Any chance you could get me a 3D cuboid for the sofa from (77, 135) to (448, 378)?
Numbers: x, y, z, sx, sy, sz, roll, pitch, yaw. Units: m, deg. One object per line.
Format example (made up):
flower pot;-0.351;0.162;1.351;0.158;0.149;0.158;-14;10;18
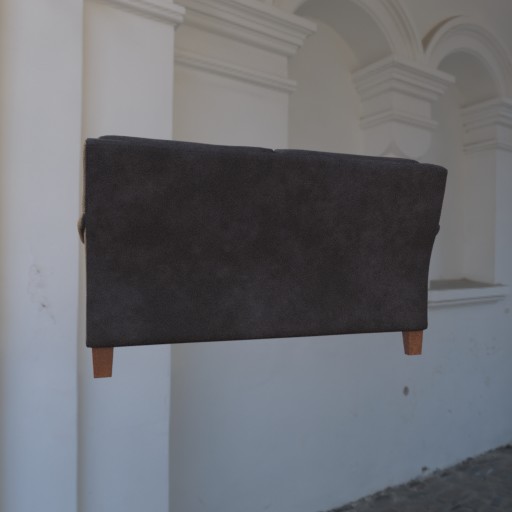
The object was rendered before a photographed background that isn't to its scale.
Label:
sofa;0.000;0.000;2.539;1.853;1.101;1.084;0;-1;-17
